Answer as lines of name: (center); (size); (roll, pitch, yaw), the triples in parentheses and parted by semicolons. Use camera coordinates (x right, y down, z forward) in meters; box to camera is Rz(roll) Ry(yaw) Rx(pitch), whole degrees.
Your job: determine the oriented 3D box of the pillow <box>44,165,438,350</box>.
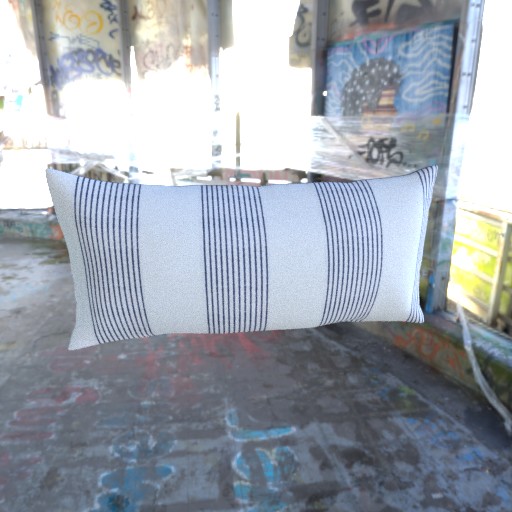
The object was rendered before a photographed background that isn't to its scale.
pillow: (0.000, 0.000, 0.714); (0.610, 0.287, 0.151); (-3, 17, -8)
